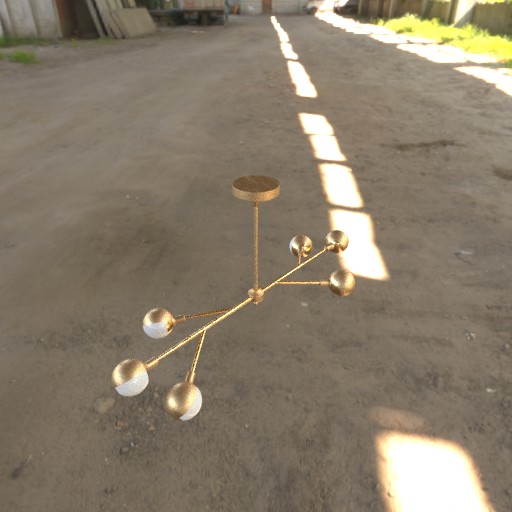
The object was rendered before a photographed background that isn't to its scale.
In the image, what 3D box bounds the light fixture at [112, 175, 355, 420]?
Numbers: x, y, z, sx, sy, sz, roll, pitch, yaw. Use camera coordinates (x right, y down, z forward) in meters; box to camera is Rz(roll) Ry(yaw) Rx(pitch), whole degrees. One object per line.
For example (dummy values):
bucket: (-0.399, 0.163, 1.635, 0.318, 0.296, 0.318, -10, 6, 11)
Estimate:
light fixture: (0.000, 0.000, 1.043, 0.778, 0.362, 0.434, -18, 35, -27)
